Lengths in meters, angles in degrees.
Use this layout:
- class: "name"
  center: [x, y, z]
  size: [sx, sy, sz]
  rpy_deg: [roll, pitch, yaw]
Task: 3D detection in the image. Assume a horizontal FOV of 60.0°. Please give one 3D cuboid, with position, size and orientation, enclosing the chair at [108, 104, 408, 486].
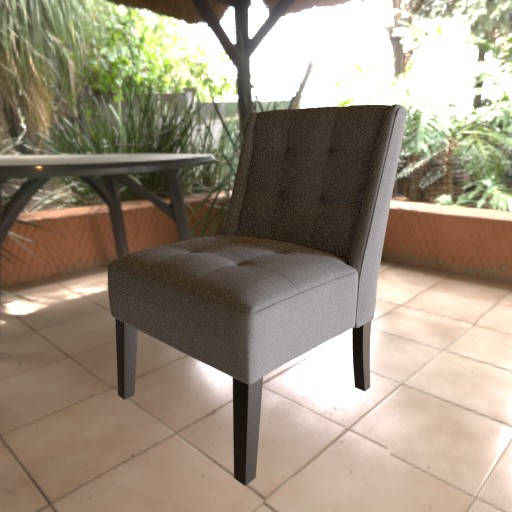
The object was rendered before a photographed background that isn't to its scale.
- class: "chair"
  center: [0.000, 0.000, 1.292]
  size: [0.569, 0.853, 0.676]
  rpy_deg: [13, 20, 41]
